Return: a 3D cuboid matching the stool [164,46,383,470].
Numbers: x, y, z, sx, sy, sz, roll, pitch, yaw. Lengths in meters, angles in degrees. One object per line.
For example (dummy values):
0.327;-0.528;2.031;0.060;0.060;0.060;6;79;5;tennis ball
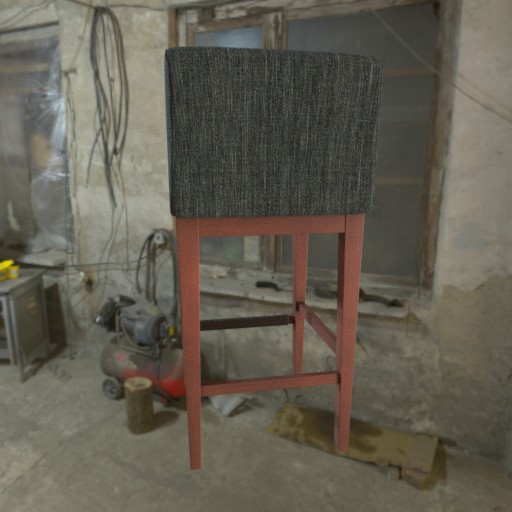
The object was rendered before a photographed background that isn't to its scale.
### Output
0.000;0.000;1.060;0.395;0.835;0.459;-2;12;-11;stool
